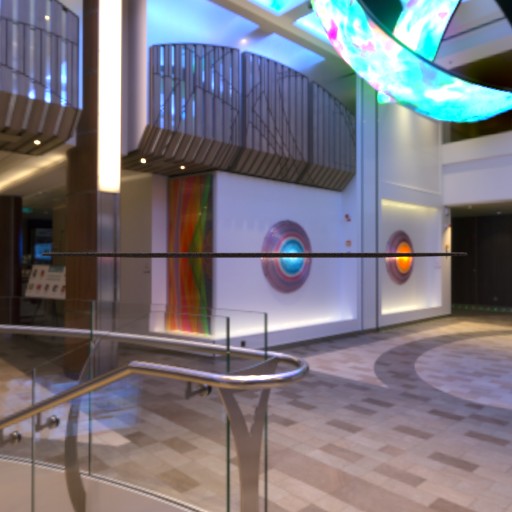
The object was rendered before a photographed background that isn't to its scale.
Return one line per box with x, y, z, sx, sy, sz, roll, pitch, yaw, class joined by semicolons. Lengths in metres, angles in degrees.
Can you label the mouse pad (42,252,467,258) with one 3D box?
0.000;0.000;0.444;0.315;0.002;0.269;0;-1;1;mouse pad
